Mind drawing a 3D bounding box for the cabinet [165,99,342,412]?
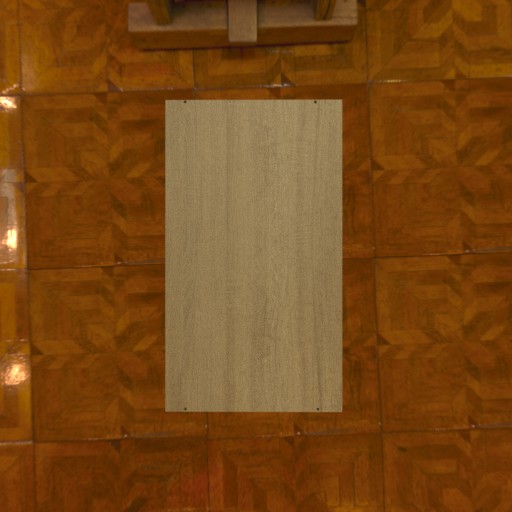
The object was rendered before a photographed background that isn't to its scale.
[{"bbox_3d":[0.000,0.000,2.429,0.571,1.999,1.006,0,90,0],"label":"cabinet"}]
